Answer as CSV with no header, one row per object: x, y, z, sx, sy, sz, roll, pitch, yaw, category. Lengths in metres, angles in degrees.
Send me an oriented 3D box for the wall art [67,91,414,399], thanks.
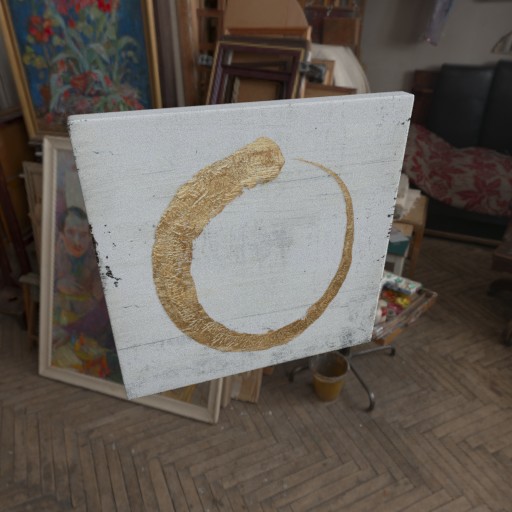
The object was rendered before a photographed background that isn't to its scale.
0.000,0.000,0.918,0.610,0.611,0.040,-10,33,-15,wall art
